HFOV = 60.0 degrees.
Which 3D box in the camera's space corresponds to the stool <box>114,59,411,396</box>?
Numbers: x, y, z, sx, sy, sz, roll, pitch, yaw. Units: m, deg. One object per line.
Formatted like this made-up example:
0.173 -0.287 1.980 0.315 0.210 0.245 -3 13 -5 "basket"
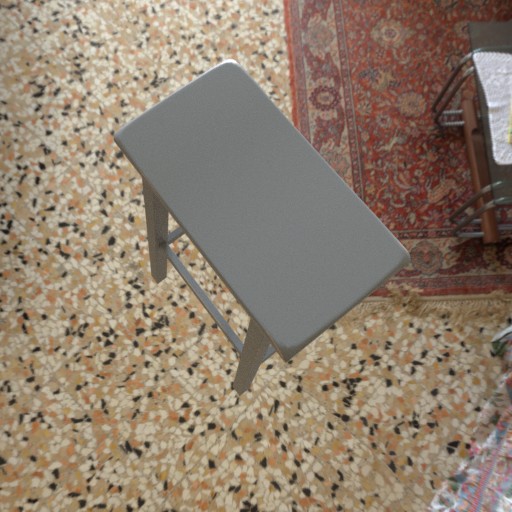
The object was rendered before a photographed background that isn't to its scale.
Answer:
0.000 0.000 1.027 0.476 0.737 0.457 -37 78 -9 "stool"
